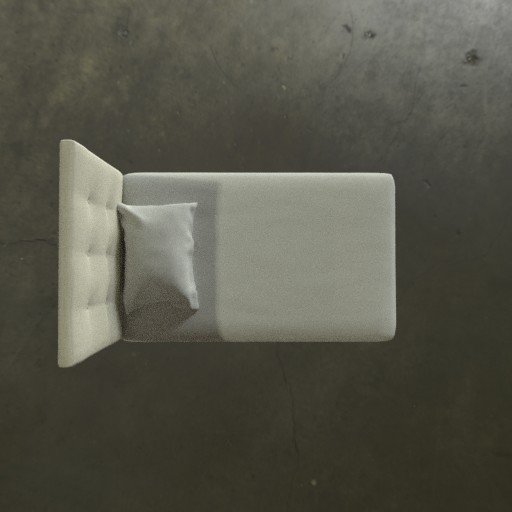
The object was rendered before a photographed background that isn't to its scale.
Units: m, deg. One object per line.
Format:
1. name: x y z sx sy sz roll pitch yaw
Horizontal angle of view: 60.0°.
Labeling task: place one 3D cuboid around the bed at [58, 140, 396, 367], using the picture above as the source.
1. bed: 0.000 0.000 2.975 1.997 1.571 1.261 0 89 0
